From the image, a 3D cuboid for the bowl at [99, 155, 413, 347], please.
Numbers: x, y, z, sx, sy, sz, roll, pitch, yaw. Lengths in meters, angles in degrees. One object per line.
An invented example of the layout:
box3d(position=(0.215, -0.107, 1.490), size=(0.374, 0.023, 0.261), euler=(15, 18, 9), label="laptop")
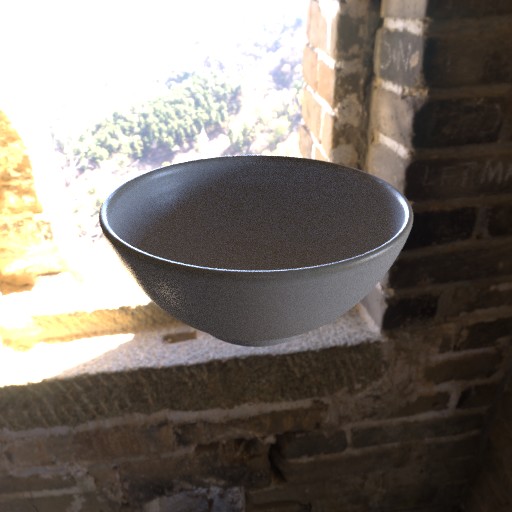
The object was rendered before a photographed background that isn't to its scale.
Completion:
box3d(position=(0.000, 0.000, 0.423), size=(0.268, 0.121, 0.268), euler=(0, 29, 0), label="bowl")
